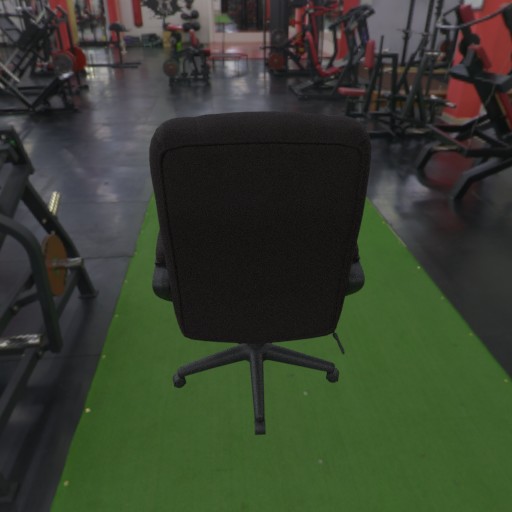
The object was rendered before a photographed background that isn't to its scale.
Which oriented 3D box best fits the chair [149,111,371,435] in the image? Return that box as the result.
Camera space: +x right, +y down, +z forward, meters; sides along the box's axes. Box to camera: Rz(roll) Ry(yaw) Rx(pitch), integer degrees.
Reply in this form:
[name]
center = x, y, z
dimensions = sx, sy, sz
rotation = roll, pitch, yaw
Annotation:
[chair]
center = 0.000, 0.000, 1.545
dimensions = 0.667, 1.105, 0.724
rotation = -1, 30, -2
